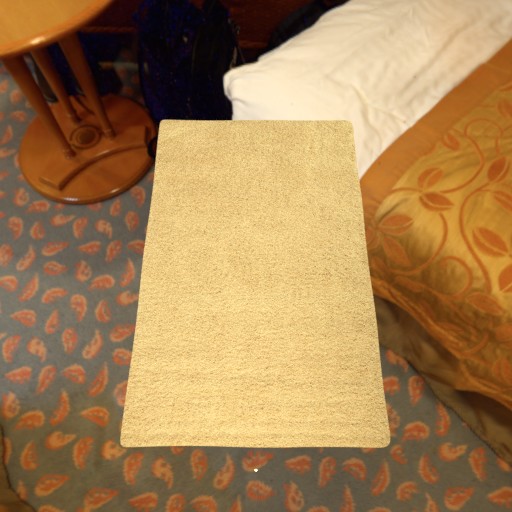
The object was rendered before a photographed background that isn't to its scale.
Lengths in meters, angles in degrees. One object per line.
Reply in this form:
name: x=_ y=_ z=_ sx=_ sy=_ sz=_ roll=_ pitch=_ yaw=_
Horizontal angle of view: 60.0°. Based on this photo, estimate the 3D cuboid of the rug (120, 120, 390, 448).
rug: x=0.000 y=0.000 z=2.958 sx=1.500 sy=0.025 sz=2.349 roll=0 pitch=64 yaw=0
